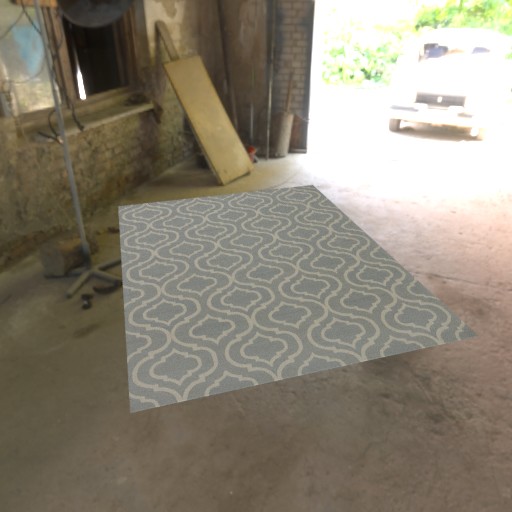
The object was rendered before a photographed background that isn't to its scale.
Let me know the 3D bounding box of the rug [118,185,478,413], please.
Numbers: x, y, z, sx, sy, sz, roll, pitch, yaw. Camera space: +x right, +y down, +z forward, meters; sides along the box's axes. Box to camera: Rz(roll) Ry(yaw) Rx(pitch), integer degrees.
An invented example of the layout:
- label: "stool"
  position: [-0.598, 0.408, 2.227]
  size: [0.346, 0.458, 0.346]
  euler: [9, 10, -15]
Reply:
- label: "rug"
  position: [0.000, 0.000, 3.914]
  size: [2.283, 0.006, 2.892]
  euler: [-8, 31, -14]
